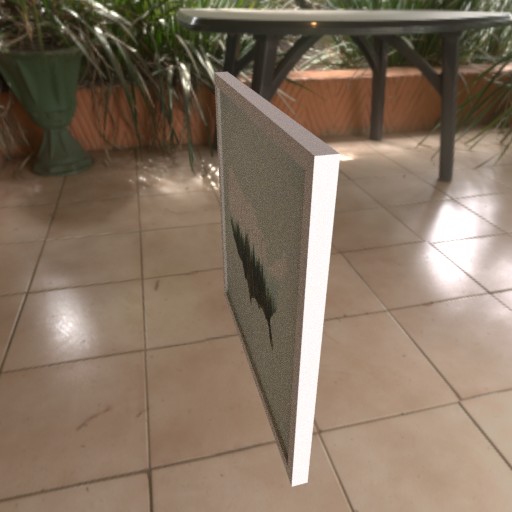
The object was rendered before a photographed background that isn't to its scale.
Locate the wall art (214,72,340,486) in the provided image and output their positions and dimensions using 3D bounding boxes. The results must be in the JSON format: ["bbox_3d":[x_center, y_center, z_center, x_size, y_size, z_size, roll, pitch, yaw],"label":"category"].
[{"bbox_3d":[0.000,0.000,1.121,0.038,0.762,0.762,-8,32,-13],"label":"wall art"}]
